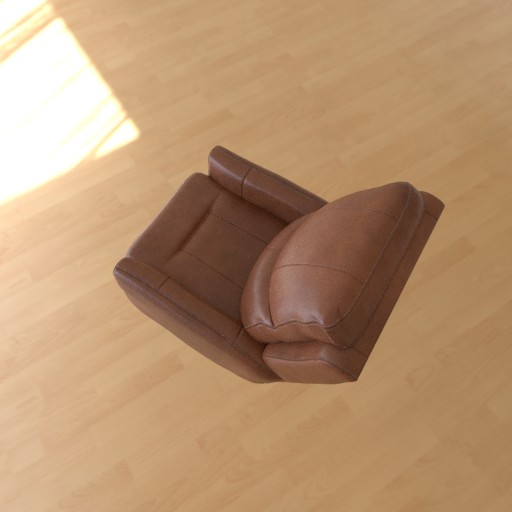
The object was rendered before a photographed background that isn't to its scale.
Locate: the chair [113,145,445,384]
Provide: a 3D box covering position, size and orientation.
[{"bbox_3d":[0.000,0.000,1.816,1.072,1.016,0.821,29,68,13],"label":"chair"}]
